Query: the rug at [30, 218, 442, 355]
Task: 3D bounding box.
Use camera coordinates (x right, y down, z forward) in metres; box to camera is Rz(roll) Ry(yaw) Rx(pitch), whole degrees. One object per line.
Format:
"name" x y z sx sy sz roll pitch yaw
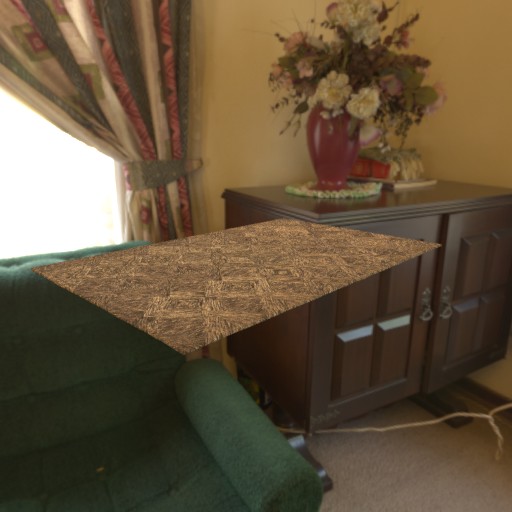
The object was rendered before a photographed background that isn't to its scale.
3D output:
"rug" 0.000 0.000 2.278 1.189 0.011 1.808 14 21 42
